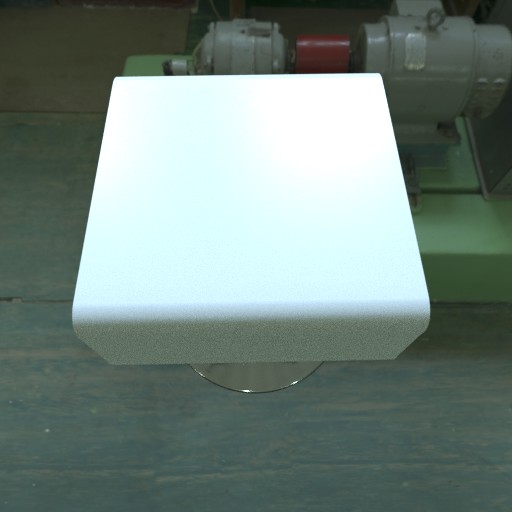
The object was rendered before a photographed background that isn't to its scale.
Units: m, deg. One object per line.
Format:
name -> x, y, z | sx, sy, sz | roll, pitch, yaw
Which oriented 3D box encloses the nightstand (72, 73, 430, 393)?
nightstand -> 0.000, 0.000, 0.758 | 0.404, 0.447, 0.399 | -1, 63, -1
